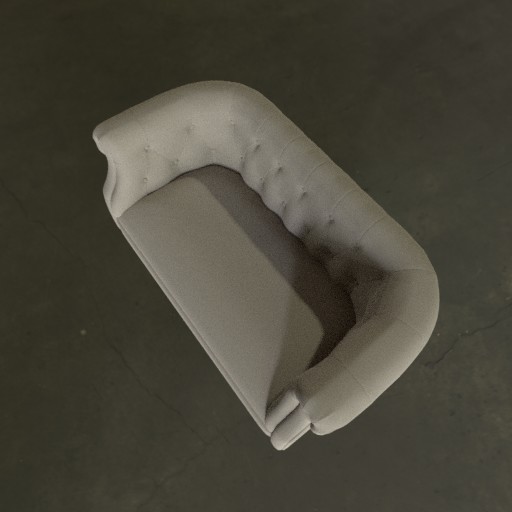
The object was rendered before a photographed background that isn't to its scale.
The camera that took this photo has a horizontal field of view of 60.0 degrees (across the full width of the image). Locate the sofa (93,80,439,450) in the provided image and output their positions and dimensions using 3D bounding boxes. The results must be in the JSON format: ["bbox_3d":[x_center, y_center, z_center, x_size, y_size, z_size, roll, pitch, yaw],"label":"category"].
[{"bbox_3d":[0.000,0.000,2.025,0.835,0.827,1.558,-34,68,-16],"label":"sofa"}]
